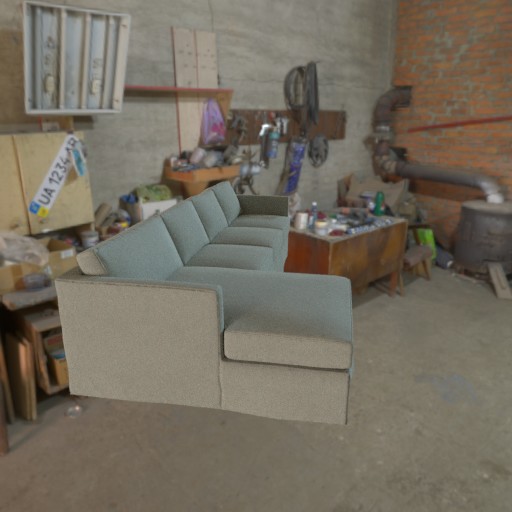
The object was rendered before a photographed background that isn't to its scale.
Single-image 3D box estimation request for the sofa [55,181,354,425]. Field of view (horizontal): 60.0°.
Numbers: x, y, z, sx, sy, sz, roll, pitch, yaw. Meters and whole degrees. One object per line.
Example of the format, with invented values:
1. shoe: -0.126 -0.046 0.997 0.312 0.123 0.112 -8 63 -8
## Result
1. sofa: 0.000 0.000 3.807 1.650 0.922 3.205 3 17 10
